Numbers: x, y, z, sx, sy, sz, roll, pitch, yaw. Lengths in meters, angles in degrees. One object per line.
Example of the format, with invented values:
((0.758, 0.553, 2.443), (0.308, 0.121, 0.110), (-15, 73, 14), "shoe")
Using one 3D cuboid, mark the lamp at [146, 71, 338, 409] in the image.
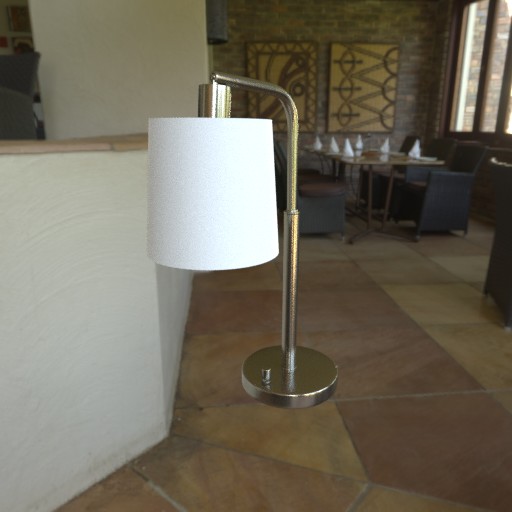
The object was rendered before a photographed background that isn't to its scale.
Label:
((0.000, 0.000, 0.645), (0.171, 0.489, 0.333), (15, 22, 42), "lamp")
